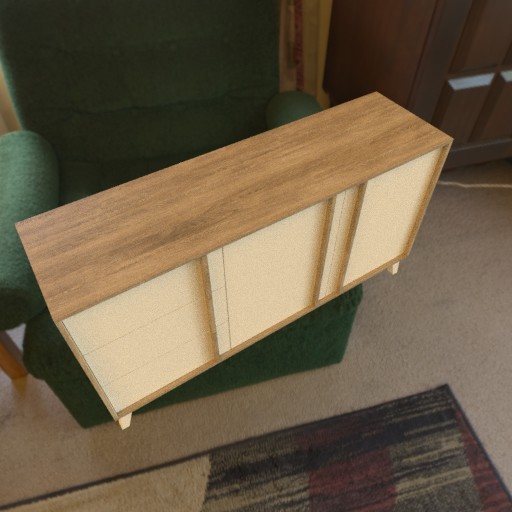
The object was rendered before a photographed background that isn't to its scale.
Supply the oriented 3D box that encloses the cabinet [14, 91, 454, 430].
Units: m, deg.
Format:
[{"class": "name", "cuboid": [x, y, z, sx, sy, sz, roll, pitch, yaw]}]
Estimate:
[{"class": "cabinet", "cuboid": [0.000, 0.000, 1.945, 1.600, 0.870, 0.450, -26, 53, -21]}]
